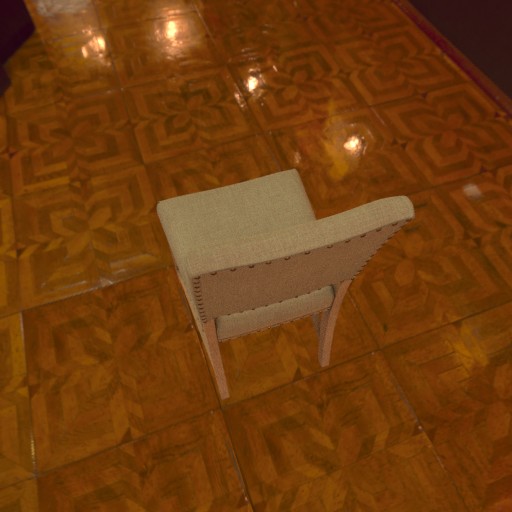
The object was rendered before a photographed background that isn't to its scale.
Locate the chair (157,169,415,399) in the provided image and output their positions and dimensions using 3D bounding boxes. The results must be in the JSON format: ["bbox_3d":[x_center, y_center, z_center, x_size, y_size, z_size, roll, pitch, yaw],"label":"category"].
[{"bbox_3d":[0.000,0.000,1.345,0.508,0.986,0.622,-15,58,-10],"label":"chair"}]
